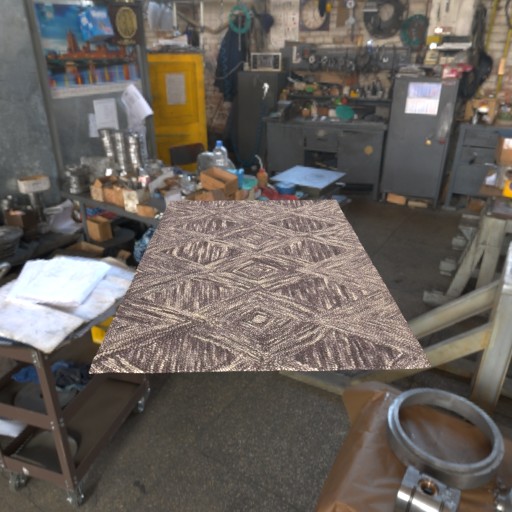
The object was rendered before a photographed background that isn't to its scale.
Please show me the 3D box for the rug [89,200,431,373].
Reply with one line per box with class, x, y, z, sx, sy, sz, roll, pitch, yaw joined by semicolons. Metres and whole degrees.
rug;0.000;0.000;2.333;1.186;0.012;1.814;-1;26;-1
